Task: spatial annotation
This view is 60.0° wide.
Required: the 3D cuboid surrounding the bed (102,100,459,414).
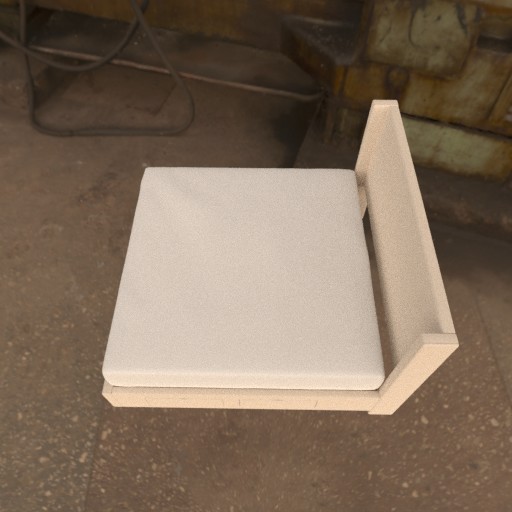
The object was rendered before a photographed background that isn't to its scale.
[{"bbox_3d":[0.000,0.000,3.648,2.293,1.471,2.145,1,56,1],"label":"bed"}]
